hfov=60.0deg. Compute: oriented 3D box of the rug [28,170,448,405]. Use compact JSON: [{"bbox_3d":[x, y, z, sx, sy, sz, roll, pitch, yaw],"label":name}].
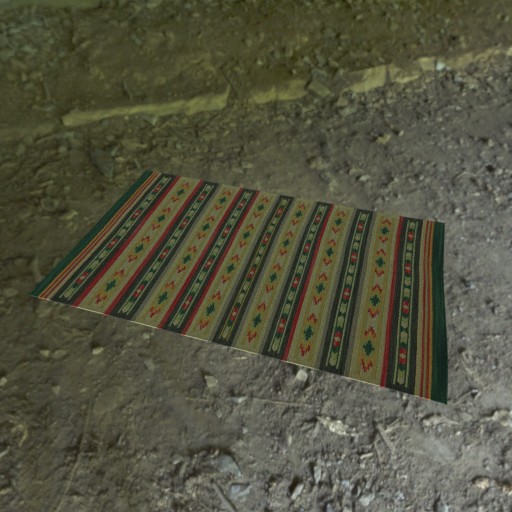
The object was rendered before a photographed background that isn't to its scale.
[{"bbox_3d":[0.000,0.000,2.977,2.447,0.011,1.520,12,43,13],"label":"rug"}]
